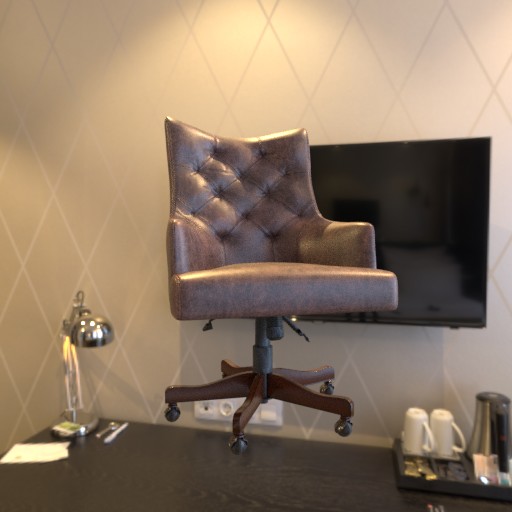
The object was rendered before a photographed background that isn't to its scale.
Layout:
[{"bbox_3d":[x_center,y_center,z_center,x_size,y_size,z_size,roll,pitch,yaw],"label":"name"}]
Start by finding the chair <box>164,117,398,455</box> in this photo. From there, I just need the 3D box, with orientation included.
[{"bbox_3d":[0.000,0.000,1.517,0.641,1.035,0.762,0,1,-17],"label":"chair"}]
